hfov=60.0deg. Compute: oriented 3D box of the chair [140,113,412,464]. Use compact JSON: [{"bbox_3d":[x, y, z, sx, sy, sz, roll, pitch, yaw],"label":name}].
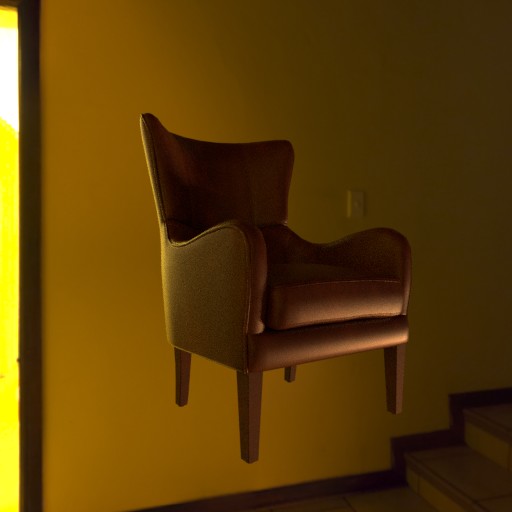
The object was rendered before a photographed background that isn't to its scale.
[{"bbox_3d":[0.000,0.000,1.612,0.692,1.048,0.914,0,0,-36],"label":"chair"}]
